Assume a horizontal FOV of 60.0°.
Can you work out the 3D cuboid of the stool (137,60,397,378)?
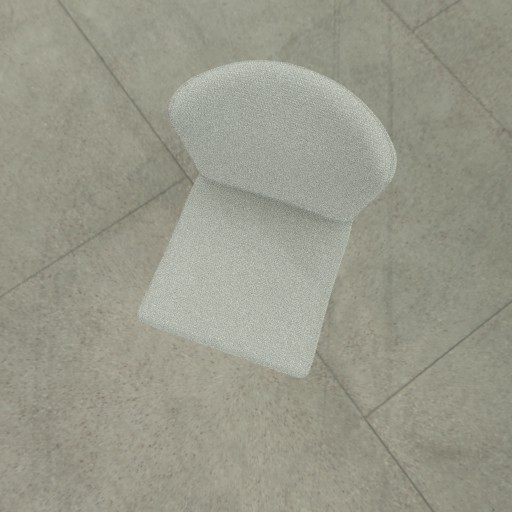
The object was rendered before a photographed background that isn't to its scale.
[{"bbox_3d":[0.000,0.000,1.275,0.481,0.969,0.568,18,76,5],"label":"stool"}]
